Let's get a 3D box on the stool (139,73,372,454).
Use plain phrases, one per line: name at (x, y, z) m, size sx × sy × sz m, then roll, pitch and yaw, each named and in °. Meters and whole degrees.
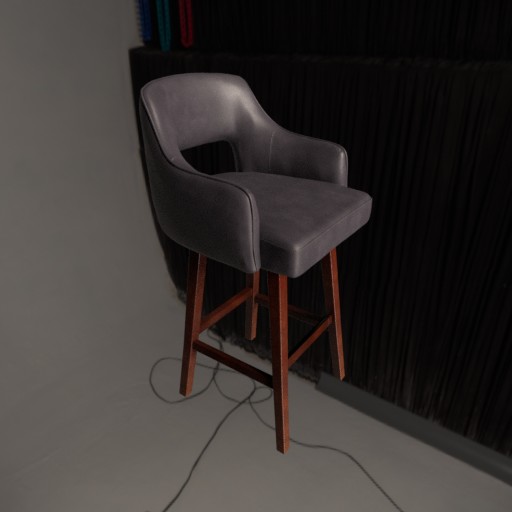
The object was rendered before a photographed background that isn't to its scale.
stool at (0.000, 0.000, 1.400) m, size 0.560 × 1.041 × 0.550 m, roll 18°, pitch 32°, yaw 31°
